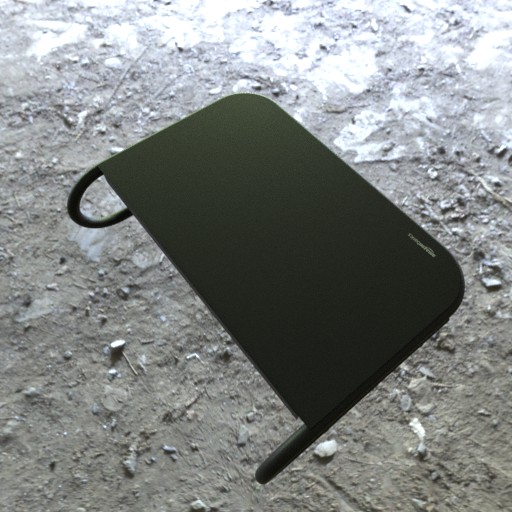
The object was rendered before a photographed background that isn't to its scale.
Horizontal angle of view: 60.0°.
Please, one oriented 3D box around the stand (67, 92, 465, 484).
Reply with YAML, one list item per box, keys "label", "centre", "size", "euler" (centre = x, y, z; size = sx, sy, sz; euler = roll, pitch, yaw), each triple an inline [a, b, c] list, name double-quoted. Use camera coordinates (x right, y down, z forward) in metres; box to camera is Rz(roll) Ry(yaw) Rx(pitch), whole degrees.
- label: "stand"
  centre: [0.000, 0.000, 0.499]
  size: [0.280, 0.108, 0.370]
  euler: [-35, 66, -18]
